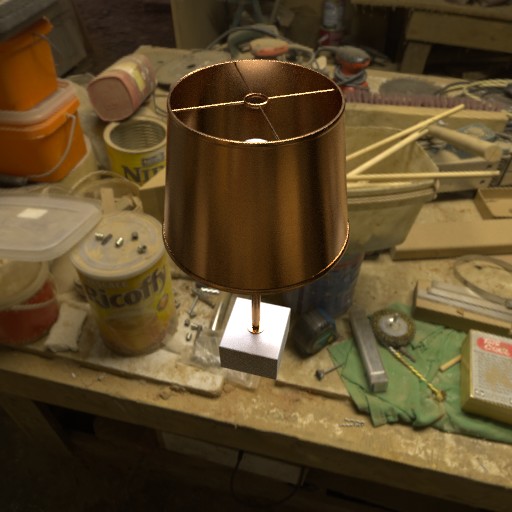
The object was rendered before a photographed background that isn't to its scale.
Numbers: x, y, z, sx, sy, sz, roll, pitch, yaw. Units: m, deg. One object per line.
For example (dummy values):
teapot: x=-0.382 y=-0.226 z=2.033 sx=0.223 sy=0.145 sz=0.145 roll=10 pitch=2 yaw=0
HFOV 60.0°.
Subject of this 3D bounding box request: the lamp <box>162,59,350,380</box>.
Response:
lamp: x=0.000 y=0.000 z=0.536 sx=0.208 sy=0.406 sz=0.208 roll=0 pitch=46 yaw=0
